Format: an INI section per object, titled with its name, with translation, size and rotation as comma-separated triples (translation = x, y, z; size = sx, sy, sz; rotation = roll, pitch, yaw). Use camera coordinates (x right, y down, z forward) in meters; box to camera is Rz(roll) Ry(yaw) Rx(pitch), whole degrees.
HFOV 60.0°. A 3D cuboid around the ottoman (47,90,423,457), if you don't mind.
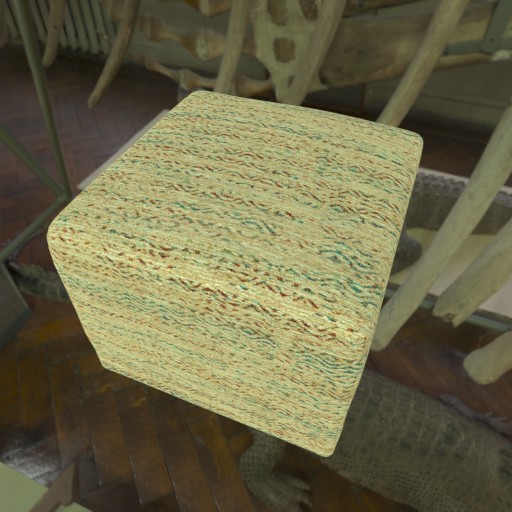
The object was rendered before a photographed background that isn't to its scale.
[ottoman]
translation = 0.000, 0.000, 0.899
size = 0.512, 0.453, 0.521
rotation = 16, 48, 15
